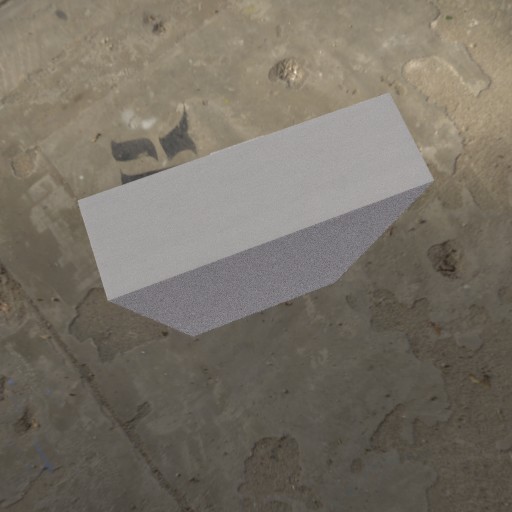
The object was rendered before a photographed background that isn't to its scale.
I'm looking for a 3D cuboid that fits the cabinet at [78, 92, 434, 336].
[{"bbox_3d":[0.000,0.000,1.598,0.750,1.280,0.250,-20,77,-5],"label":"cabinet"}]
